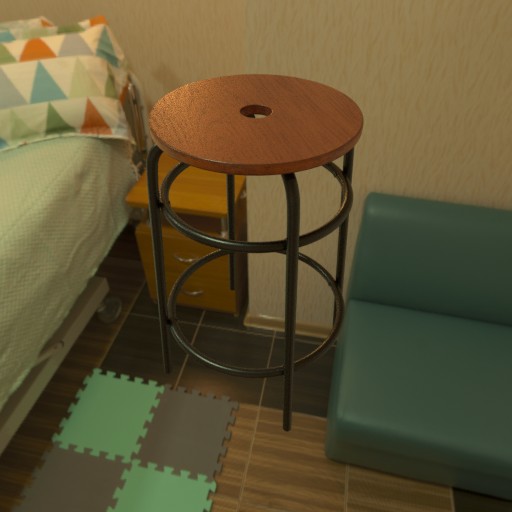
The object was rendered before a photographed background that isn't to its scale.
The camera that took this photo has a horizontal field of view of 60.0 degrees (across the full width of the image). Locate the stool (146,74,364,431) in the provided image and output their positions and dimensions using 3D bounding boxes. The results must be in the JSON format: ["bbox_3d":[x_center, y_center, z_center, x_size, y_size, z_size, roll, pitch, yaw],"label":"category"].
[{"bbox_3d":[0.000,0.000,0.901,0.455,0.610,0.455,-12,43,-13],"label":"stool"}]
